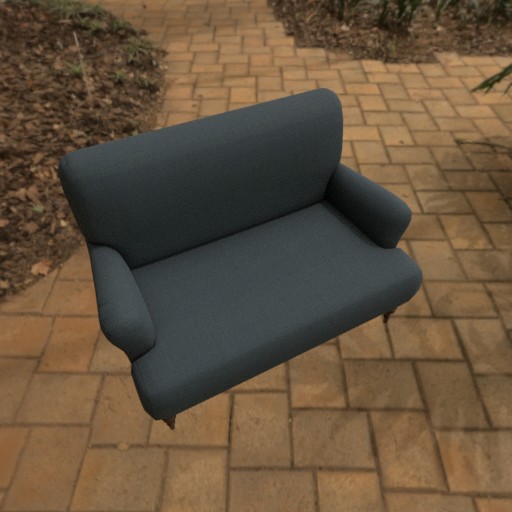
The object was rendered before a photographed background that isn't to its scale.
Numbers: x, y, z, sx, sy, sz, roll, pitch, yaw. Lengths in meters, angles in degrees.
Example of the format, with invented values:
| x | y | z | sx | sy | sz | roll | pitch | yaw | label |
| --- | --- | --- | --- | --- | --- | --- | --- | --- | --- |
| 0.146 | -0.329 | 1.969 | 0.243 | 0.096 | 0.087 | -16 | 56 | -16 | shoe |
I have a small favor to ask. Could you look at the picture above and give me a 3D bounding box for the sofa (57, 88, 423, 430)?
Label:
| x | y | z | sx | sy | sz | roll | pitch | yaw | label |
| --- | --- | --- | --- | --- | --- | --- | --- | --- | --- |
| 0.000 | 0.000 | 1.813 | 1.297 | 0.889 | 0.779 | -21 | 49 | -20 | sofa |
